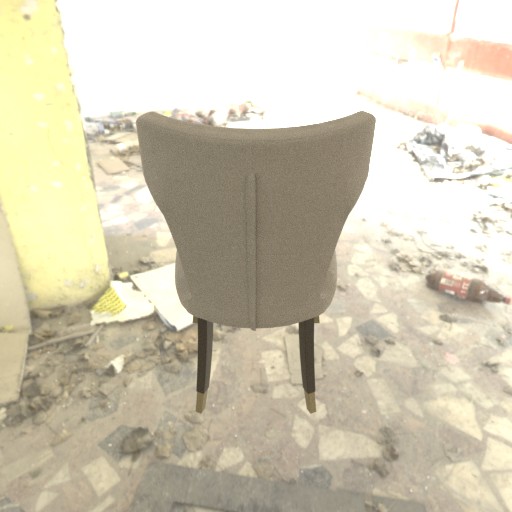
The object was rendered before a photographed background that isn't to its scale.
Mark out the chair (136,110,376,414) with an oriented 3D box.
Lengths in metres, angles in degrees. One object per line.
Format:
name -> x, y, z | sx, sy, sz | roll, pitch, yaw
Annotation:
chair -> 0.000, 0.000, 1.343 | 0.526, 0.950, 0.630 | 0, 32, 0
